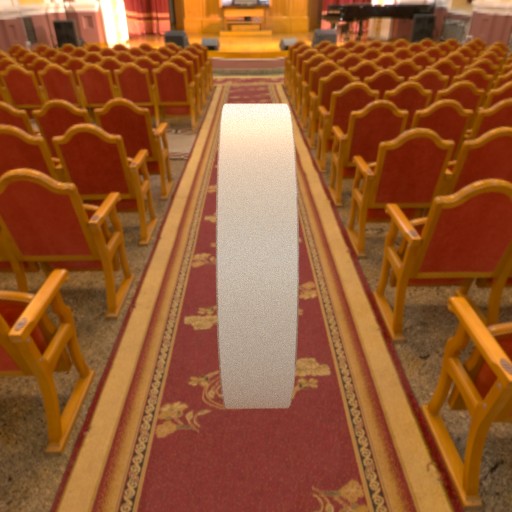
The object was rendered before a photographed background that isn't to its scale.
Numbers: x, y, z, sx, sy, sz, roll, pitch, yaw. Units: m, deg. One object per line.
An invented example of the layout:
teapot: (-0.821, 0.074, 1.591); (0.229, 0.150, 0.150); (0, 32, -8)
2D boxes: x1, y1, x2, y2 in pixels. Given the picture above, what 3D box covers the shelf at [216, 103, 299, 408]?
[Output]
shelf: (0.000, 0.000, 1.240); (0.158, 0.807, 0.806); (0, 31, 0)
